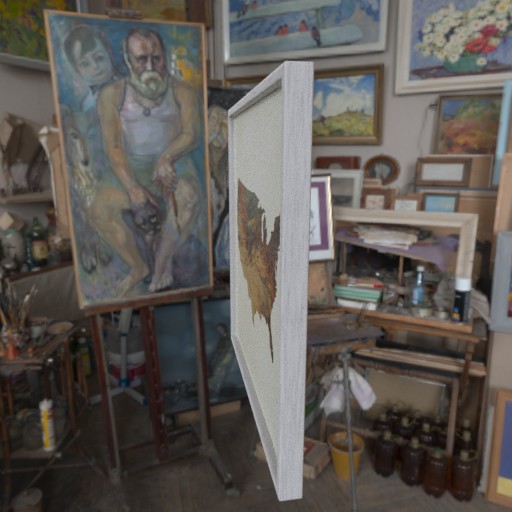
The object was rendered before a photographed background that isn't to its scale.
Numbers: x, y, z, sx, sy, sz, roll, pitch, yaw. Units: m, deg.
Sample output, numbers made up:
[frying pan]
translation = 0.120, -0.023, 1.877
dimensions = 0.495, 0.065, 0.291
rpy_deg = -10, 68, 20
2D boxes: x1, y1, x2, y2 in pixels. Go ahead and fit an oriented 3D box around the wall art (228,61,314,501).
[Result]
[wall art]
translation = 0.000, 0.000, 1.868
dimensions = 0.078, 1.288, 1.287
rpy_deg = -2, 13, -10
